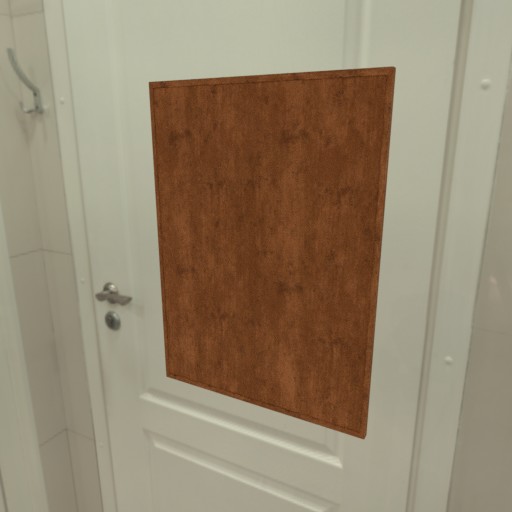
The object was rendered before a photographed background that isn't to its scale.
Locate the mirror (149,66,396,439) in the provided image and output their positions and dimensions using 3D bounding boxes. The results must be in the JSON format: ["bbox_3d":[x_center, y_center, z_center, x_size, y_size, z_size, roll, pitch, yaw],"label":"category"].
[{"bbox_3d":[0.000,0.000,1.448,0.796,1.099,0.028,8,18,27],"label":"mirror"}]
